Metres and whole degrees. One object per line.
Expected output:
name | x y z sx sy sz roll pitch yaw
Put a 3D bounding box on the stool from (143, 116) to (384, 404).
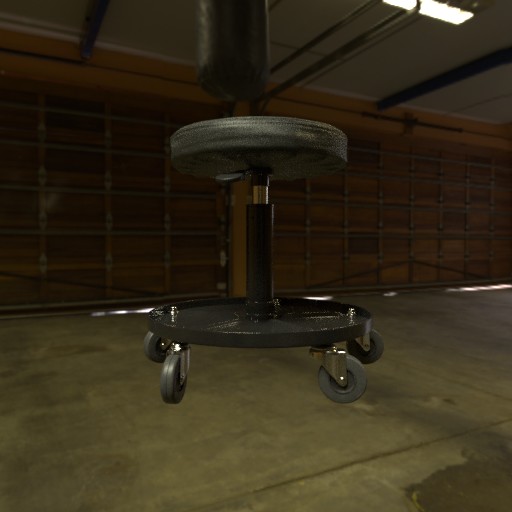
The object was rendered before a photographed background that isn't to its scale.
stool | 0.000 0.000 0.693 0.381 0.365 0.382 1 2 18
